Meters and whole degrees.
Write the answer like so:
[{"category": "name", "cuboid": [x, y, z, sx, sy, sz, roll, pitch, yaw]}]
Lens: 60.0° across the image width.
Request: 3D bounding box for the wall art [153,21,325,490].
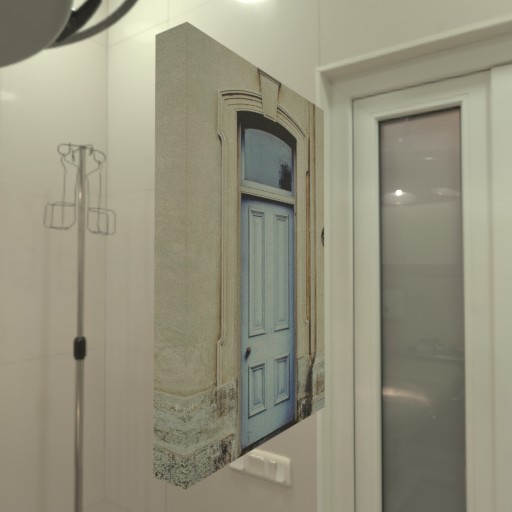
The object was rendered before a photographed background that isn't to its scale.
[{"category": "wall art", "cuboid": [0.000, 0.000, 0.475, 0.038, 0.381, 0.254, -1, -2, 35]}]
